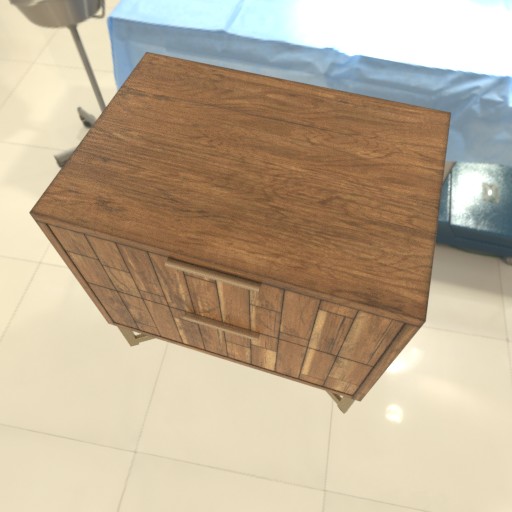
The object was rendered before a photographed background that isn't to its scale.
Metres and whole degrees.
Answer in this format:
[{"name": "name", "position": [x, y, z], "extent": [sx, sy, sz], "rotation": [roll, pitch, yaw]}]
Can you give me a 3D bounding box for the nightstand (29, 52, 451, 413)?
[{"name": "nightstand", "position": [0.000, 0.000, 1.007], "extent": [0.610, 0.610, 0.446], "rotation": [15, 59, 9]}]
